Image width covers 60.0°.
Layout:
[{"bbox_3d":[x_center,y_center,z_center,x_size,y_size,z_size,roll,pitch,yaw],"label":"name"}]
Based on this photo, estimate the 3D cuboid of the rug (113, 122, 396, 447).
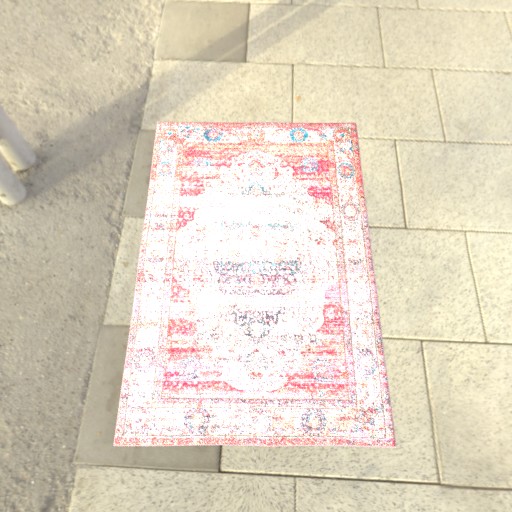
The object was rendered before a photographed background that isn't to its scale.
[{"bbox_3d":[0.000,0.000,2.309,1.219,0.006,1.829,0,64,0],"label":"rug"}]
